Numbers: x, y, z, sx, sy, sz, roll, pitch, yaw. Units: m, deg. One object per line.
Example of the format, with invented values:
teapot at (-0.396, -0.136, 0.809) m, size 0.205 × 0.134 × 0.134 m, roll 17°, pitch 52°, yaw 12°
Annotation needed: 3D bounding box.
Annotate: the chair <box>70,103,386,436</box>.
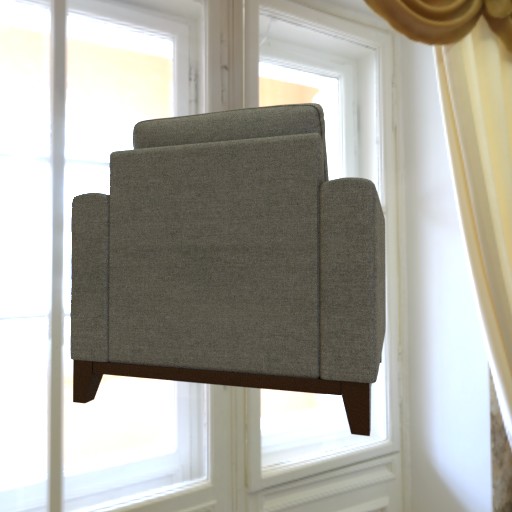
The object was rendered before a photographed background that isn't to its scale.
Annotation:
chair at (0.000, 0.000, 1.863) m, size 1.024 × 1.010 × 1.038 m, roll 0°, pitch -1°, yaw 18°
